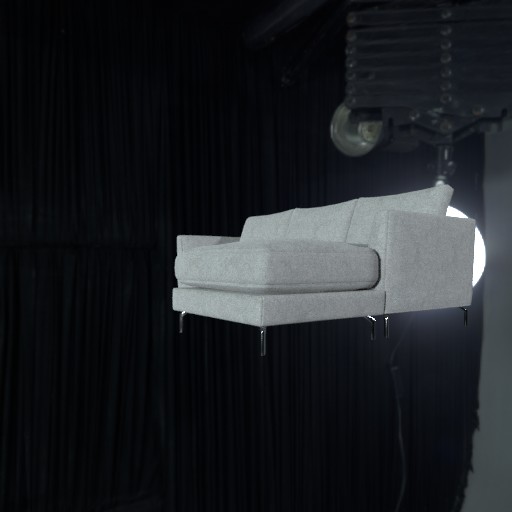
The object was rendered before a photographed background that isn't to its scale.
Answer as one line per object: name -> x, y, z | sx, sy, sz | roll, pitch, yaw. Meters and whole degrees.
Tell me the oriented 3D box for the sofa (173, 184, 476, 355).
sofa -> 0.000, 0.000, 3.180 | 1.626, 0.864, 2.438 | 1, -2, -35
